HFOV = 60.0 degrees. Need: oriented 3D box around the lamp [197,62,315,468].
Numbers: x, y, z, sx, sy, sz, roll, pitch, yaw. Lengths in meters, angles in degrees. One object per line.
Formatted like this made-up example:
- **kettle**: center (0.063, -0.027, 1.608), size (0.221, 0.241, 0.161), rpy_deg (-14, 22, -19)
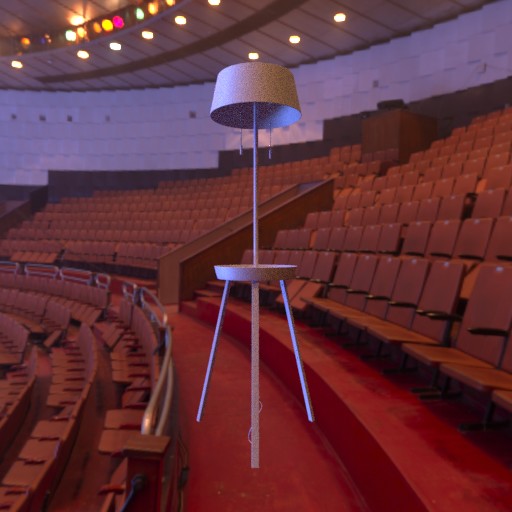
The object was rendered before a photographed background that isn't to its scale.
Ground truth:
- **lamp**: center (0.000, 0.000, 1.716), size (0.508, 1.429, 0.468), rpy_deg (0, 1, 0)
